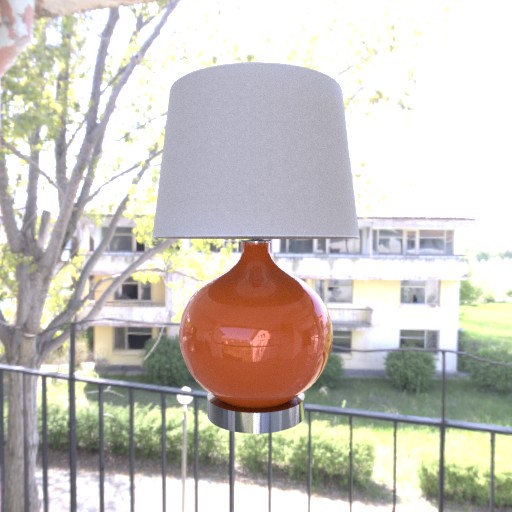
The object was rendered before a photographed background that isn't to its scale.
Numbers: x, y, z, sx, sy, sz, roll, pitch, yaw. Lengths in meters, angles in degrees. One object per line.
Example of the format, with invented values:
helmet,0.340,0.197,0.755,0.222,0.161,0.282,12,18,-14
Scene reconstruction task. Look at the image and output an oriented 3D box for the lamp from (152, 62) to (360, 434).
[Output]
lamp,0.000,0.000,0.541,0.247,0.387,0.247,0,2,0
